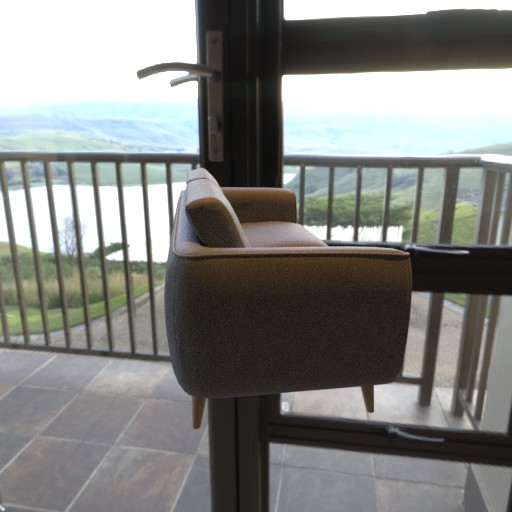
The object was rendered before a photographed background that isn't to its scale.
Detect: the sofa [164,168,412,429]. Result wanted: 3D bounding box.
[{"bbox_3d":[0.000,0.000,2.509,0.920,0.870,2.000,-2,15,-8],"label":"sofa"}]
